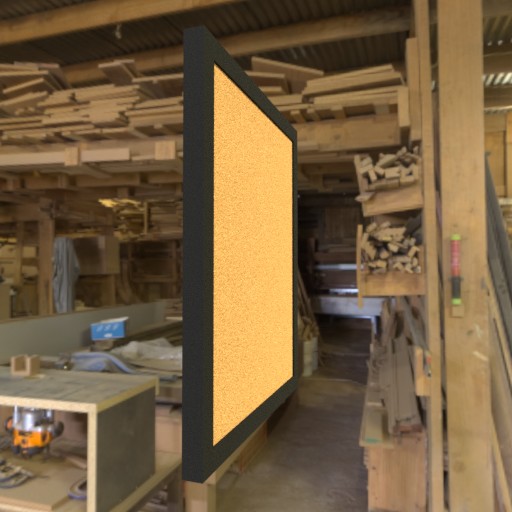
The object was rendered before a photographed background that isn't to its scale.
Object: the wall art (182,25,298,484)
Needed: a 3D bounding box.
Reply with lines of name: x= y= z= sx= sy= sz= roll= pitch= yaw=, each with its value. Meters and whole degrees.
wall art: x=0.000 y=0.000 z=0.760 sx=0.029 sy=0.559 sz=0.457 roll=-1 pitch=-2 yaw=20
